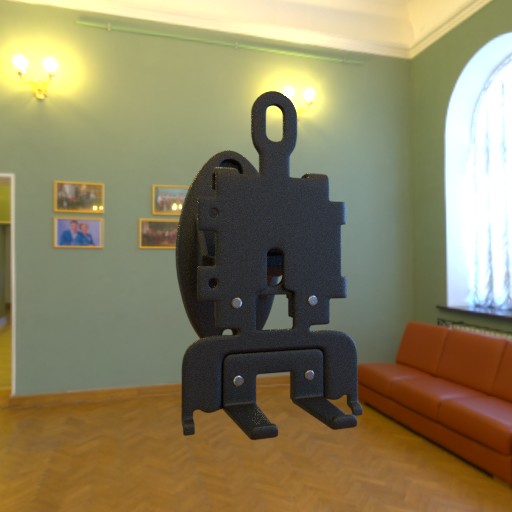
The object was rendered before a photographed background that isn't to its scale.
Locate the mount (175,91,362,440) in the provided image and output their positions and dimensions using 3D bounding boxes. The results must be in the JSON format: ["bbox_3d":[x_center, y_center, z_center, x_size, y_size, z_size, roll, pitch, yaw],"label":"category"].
[{"bbox_3d":[0.000,0.000,0.180,0.066,0.118,0.100,0,-1,-18],"label":"mount"}]
